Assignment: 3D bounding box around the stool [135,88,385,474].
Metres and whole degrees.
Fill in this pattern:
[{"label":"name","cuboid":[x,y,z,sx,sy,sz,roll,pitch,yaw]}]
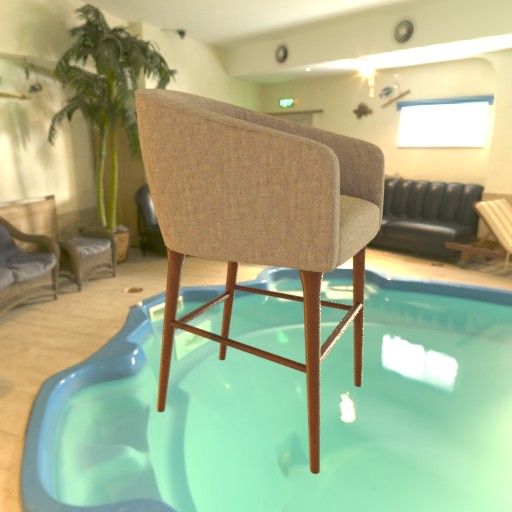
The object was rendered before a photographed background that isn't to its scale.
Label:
[{"label":"stool","cuboid":[0.000,0.000,1.314,0.635,0.952,0.559,7,16,25]}]
